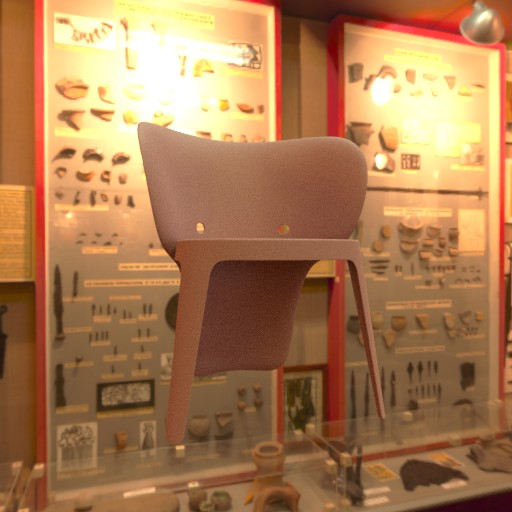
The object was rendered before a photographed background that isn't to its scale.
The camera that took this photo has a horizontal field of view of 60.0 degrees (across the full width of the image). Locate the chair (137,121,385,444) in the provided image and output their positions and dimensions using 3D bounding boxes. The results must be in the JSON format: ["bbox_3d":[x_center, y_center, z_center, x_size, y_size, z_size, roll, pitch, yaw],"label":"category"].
[{"bbox_3d":[0.000,0.000,0.872,0.451,0.554,0.402,0,1,-17],"label":"chair"}]
